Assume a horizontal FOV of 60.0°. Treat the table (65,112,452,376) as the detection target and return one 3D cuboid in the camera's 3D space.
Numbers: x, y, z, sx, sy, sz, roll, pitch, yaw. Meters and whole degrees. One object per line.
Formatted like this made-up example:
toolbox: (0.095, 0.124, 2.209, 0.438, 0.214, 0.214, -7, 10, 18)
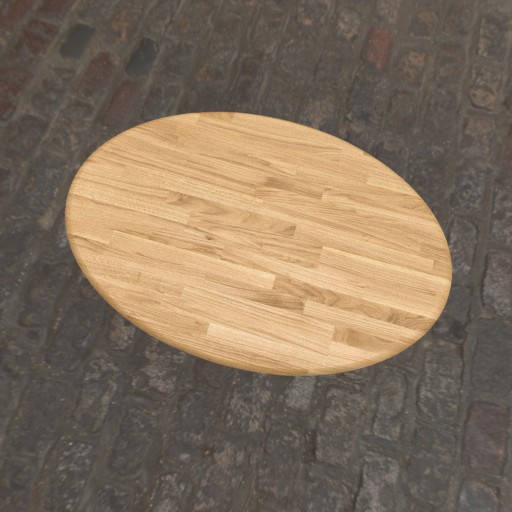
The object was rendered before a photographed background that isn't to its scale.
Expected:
table: (0.000, 0.000, 1.385, 1.040, 0.490, 0.690, 15, 75, 4)
